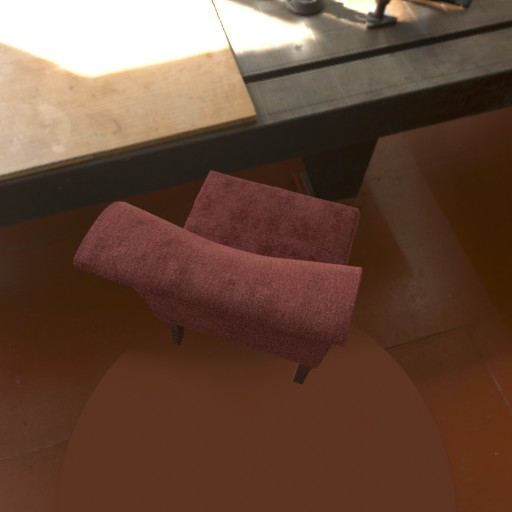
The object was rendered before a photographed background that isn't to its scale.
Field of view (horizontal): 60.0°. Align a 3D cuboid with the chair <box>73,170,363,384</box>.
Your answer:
[{"bbox_3d":[0.000,0.000,1.286,0.538,0.846,0.640,16,64,8],"label":"chair"}]
